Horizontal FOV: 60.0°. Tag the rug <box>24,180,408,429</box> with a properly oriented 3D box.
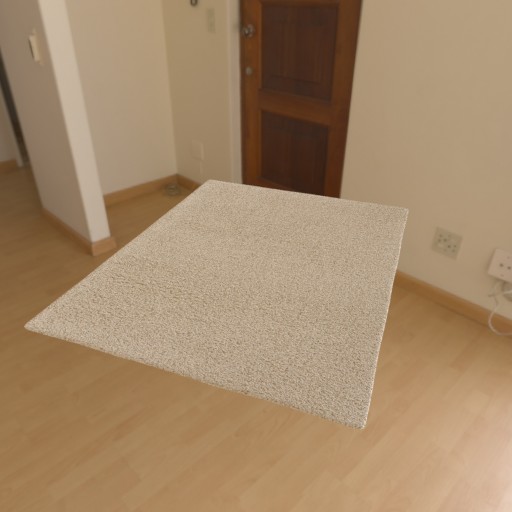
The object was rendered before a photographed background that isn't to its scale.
[{"bbox_3d":[0.000,0.000,4.035,2.438,0.029,3.047,11,33,18],"label":"rug"}]
